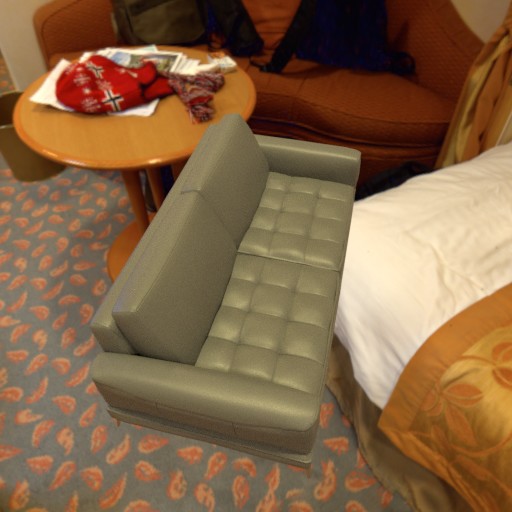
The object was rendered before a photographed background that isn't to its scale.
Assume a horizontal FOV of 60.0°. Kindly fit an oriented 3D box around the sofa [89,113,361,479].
[{"bbox_3d":[0.000,0.000,2.749,1.121,0.930,2.177,11,48,10],"label":"sofa"}]
